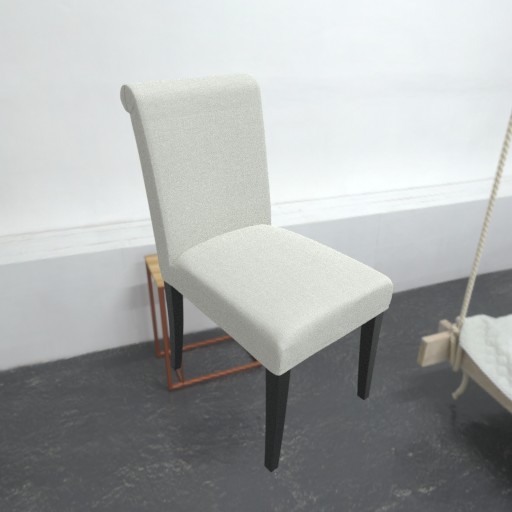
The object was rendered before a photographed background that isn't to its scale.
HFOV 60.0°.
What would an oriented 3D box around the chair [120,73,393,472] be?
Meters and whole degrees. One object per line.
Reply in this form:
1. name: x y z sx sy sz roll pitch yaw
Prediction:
1. chair: 0.000 0.000 1.369 0.452 0.976 0.708 -22 35 -35
